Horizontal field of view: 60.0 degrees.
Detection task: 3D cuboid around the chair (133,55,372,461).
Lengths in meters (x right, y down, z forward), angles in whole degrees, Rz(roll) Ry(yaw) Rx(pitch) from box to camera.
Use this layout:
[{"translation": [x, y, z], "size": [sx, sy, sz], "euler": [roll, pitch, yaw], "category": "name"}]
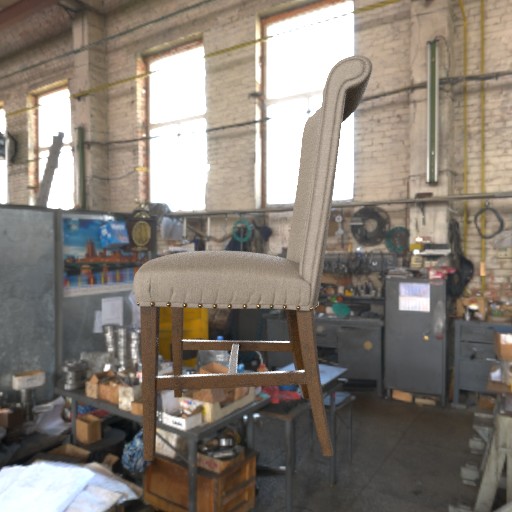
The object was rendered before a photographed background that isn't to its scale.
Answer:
[{"translation": [0.000, 0.000, 1.320], "size": [0.608, 0.988, 0.513], "euler": [0, 1, -1], "category": "chair"}]
